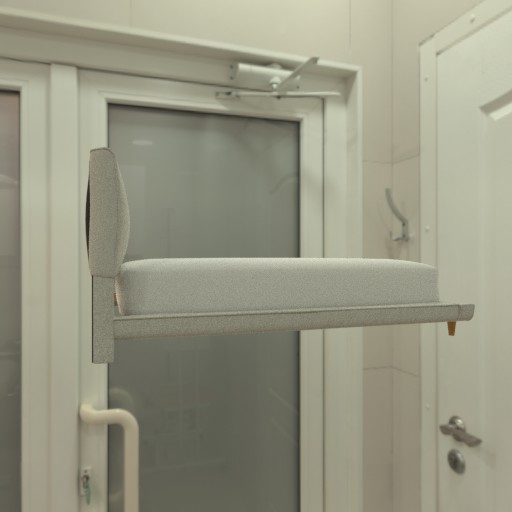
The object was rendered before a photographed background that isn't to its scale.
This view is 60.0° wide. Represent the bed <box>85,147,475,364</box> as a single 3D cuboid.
[{"bbox_3d":[0.000,0.000,3.349,2.368,1.067,1.840,0,0,-18],"label":"bed"}]
